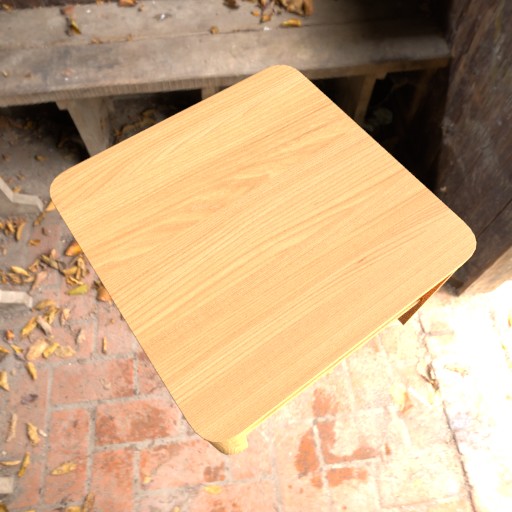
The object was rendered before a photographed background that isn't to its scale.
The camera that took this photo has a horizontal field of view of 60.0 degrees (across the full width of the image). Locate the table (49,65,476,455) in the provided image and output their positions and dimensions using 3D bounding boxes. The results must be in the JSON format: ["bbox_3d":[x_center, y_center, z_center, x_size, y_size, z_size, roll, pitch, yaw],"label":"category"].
[{"bbox_3d":[0.000,0.000,1.238,0.750,0.450,0.750,-33,67,-15],"label":"table"}]
